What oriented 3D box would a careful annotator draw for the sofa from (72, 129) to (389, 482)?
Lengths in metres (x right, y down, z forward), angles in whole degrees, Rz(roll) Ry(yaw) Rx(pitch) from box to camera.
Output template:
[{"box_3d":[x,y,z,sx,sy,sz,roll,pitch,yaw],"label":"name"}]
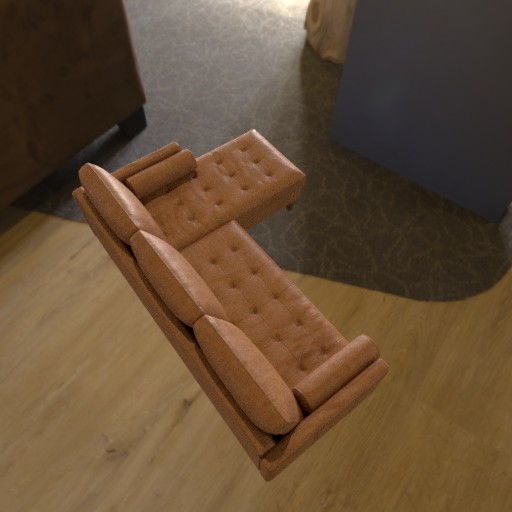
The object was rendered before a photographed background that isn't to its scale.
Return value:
[{"box_3d":[0.000,0.000,2.924,1.506,0.876,2.178,-33,63,-19],"label":"sofa"}]
